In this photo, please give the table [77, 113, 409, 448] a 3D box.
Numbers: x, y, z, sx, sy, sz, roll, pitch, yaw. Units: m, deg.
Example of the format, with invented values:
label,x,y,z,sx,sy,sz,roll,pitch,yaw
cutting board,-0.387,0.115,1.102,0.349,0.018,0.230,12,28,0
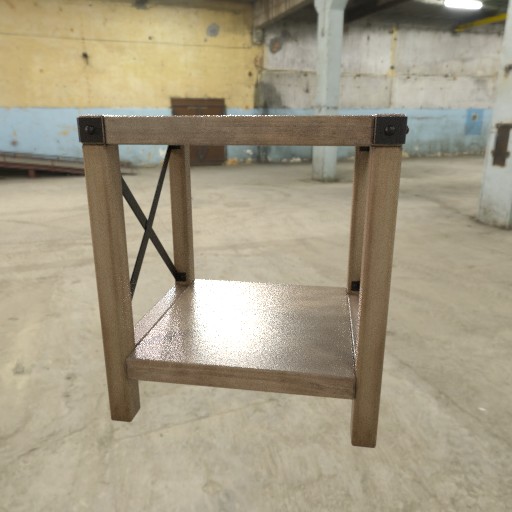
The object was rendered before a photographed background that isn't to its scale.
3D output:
label,x,y,z,sx,sy,sz,roll,pitch,yaw
table,0.000,0.000,0.938,0.510,0.561,0.459,3,16,9
